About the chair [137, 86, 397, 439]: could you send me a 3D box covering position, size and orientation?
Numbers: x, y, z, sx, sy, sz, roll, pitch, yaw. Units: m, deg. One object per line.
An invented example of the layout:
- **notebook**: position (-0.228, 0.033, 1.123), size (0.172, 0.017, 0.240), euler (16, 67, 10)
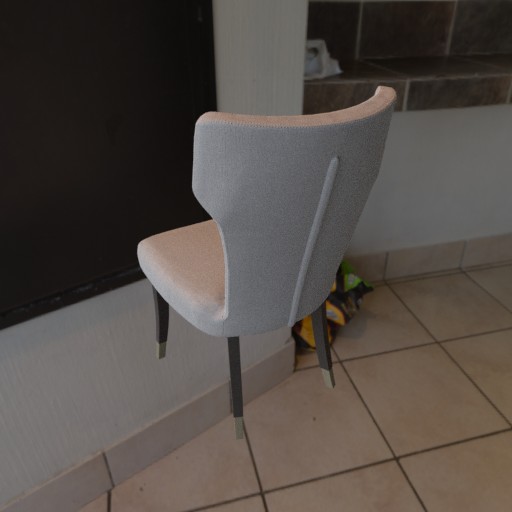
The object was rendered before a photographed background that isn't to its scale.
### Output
- **chair**: position (0.000, 0.000, 1.292), size (0.526, 0.950, 0.630), euler (-19, 36, -28)
